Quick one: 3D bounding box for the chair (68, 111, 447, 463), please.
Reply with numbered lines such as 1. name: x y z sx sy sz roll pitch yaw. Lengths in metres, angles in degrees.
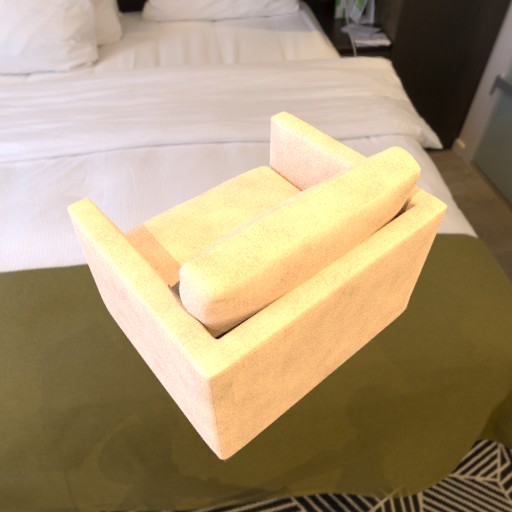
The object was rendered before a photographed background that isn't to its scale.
1. chair: 0.000 0.000 1.855 1.133 0.961 0.959 -31 54 -26
